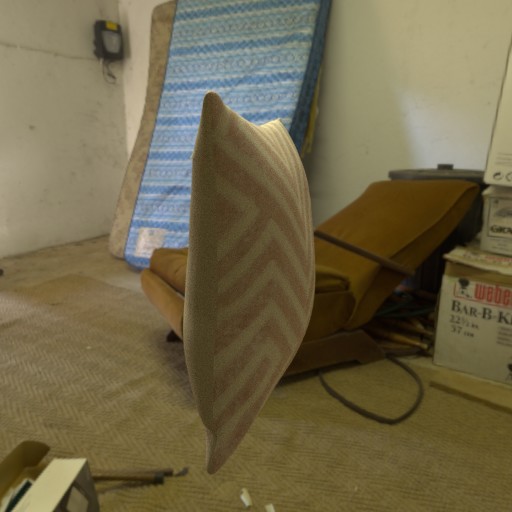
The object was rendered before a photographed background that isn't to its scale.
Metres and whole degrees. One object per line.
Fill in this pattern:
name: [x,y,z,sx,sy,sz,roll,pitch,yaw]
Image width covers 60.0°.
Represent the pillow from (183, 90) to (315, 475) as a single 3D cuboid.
pillow: [0.000,0.000,0.684,0.182,0.441,0.440,3,15,12]
